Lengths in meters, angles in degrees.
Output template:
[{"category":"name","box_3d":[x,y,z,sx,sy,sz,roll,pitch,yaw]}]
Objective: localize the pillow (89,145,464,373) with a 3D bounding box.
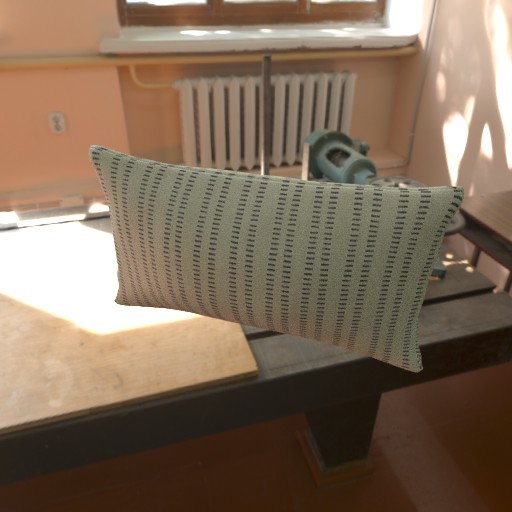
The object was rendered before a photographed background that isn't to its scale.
[{"category":"pillow","box_3d":[0.000,0.000,0.808,0.640,0.353,0.210,10,32,16]}]
